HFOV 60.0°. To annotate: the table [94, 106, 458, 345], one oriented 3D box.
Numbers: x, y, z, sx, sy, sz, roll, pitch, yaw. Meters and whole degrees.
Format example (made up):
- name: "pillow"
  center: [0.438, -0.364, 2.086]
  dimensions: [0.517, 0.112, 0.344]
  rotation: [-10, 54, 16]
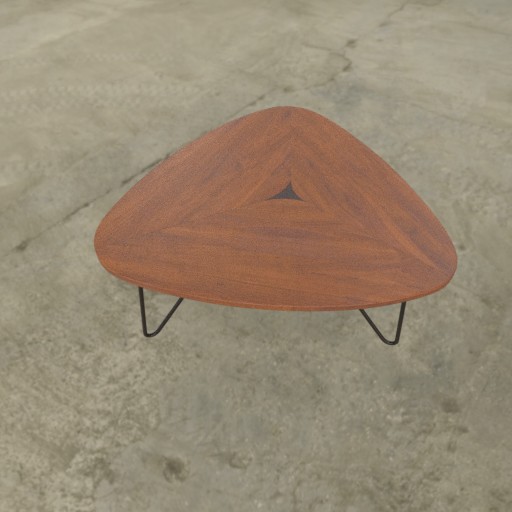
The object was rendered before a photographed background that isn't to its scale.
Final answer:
- name: "table"
  center: [0.000, 0.000, 1.297]
  dimensions: [0.821, 0.413, 0.833]
  rotation: [-18, 50, -16]
